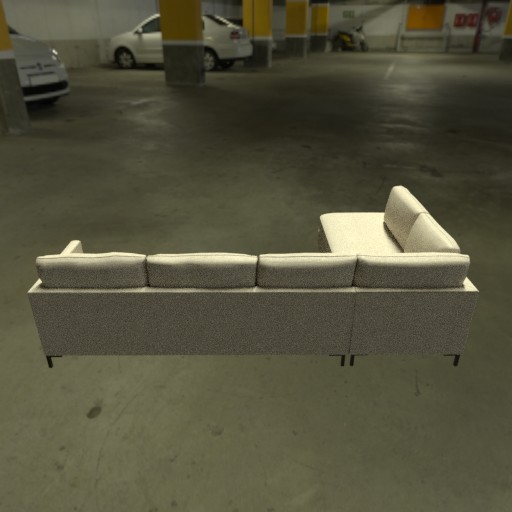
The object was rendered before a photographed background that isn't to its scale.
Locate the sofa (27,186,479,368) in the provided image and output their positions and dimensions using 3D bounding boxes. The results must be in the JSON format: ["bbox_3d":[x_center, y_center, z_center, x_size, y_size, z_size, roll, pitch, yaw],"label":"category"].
[{"bbox_3d":[0.000,0.000,4.286,3.384,0.996,2.048,0,27,0],"label":"sofa"}]
